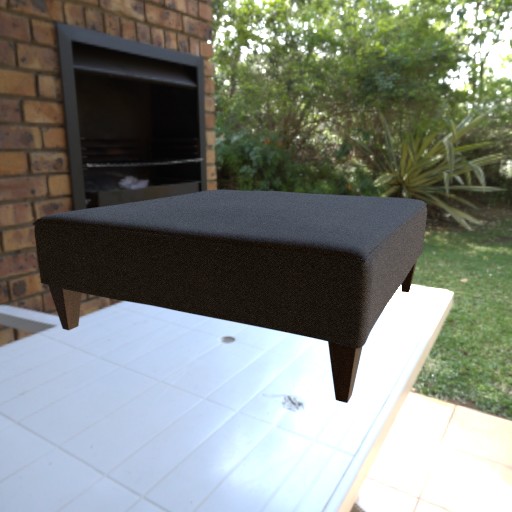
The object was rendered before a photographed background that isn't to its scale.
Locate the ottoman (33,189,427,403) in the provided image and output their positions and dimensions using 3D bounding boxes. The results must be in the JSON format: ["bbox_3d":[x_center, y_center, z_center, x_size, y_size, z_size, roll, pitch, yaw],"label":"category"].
[{"bbox_3d":[0.000,0.000,1.514,0.981,0.378,0.970,7,15,26],"label":"ottoman"}]
